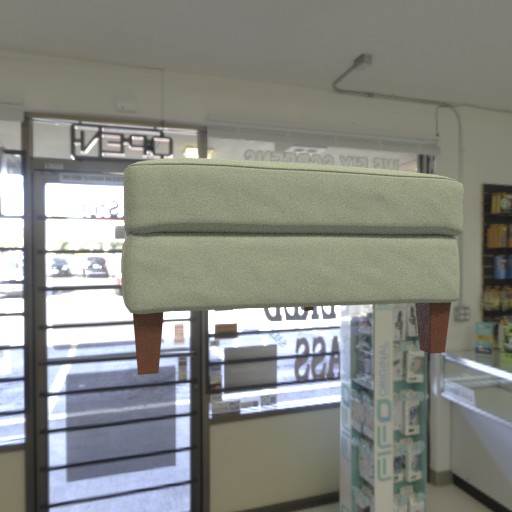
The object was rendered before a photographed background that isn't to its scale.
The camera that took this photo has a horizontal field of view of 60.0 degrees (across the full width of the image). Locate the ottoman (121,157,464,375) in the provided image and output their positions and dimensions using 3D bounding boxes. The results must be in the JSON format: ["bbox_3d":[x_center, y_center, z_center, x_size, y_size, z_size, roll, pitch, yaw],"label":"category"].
[{"bbox_3d":[0.000,0.000,1.469,0.842,0.494,0.991,0,1,-16],"label":"ottoman"}]
